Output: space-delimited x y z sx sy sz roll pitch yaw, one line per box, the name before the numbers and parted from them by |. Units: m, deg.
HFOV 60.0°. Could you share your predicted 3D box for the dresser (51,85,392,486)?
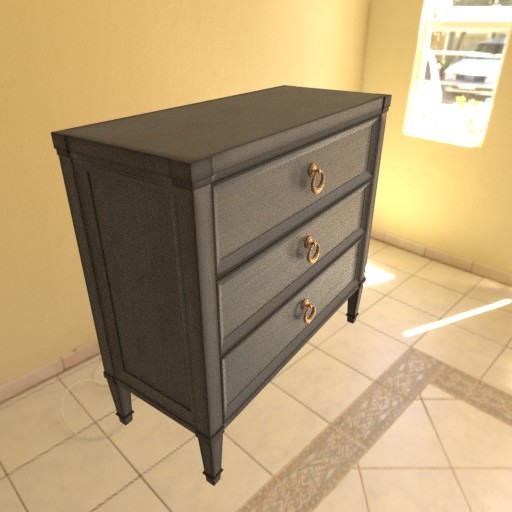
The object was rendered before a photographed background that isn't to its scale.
dresser | 0.000 0.000 1.552 0.463 0.986 1.049 19 33 31
